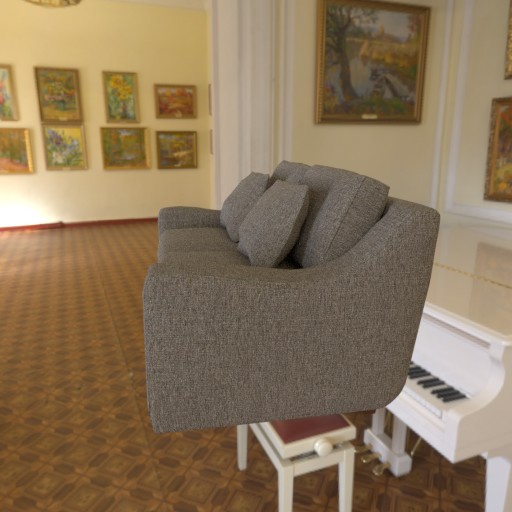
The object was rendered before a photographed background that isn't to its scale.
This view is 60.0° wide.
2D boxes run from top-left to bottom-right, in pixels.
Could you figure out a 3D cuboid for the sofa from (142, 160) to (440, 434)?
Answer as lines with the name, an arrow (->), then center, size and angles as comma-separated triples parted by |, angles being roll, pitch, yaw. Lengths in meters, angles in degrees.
sofa -> 0.000, 0.000, 2.448 | 1.120, 0.991, 1.778 | -2, 15, -10
